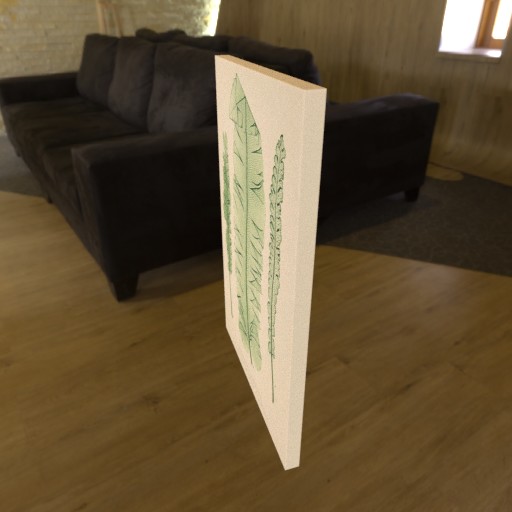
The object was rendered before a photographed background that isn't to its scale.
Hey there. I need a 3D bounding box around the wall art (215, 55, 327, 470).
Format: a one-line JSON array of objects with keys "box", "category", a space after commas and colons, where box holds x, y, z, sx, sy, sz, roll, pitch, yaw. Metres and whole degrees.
[{"box": [0.000, 0.000, 1.163, 0.038, 0.914, 0.610, -9, 30, -15], "category": "wall art"}]
